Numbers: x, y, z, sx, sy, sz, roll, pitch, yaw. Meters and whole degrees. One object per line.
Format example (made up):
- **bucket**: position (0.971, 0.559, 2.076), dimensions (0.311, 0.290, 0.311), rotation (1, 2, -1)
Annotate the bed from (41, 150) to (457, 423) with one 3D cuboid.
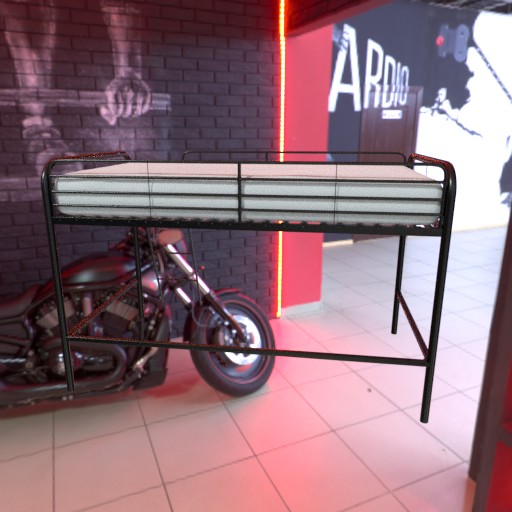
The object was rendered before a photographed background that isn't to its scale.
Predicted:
- **bed**: position (0.000, 0.000, 2.856), dimensions (1.968, 1.289, 1.393), rotation (2, 16, 8)
